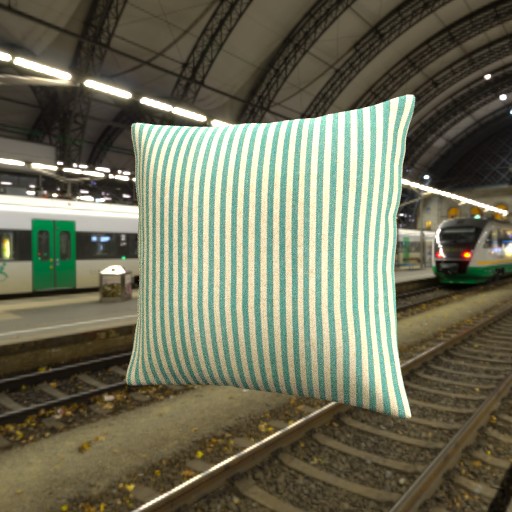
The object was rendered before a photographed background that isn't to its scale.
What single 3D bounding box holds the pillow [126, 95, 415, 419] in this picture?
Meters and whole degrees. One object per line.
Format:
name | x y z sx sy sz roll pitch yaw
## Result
pillow | 0.000 0.000 0.778 0.523 0.510 0.166 0 1 18
